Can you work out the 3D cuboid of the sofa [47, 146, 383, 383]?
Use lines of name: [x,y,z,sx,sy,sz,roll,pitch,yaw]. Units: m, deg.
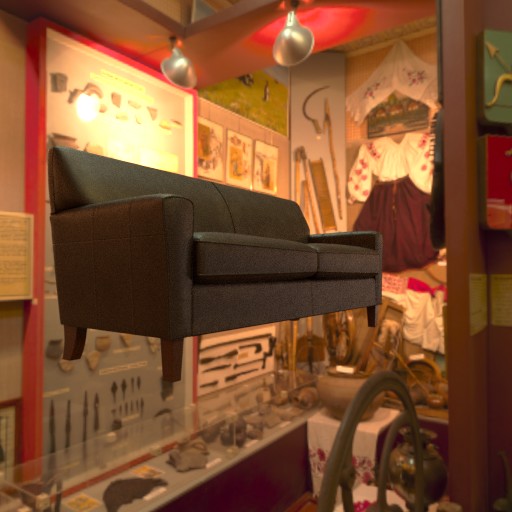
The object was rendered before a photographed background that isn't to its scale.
sofa: [0.000,0.000,2.528,0.805,0.947,2.053,-1,-2,37]
